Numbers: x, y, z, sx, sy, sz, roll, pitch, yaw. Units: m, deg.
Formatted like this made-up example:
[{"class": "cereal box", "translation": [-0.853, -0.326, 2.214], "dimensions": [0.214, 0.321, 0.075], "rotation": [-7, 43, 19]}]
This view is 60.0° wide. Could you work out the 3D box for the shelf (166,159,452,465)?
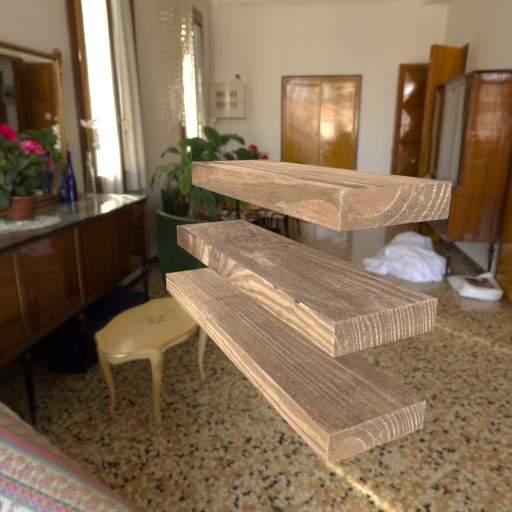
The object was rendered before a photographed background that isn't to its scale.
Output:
[{"class": "shelf", "translation": [0.000, 0.000, 0.722], "dimensions": [0.140, 0.293, 0.610], "rotation": [-8, 18, -26]}]
